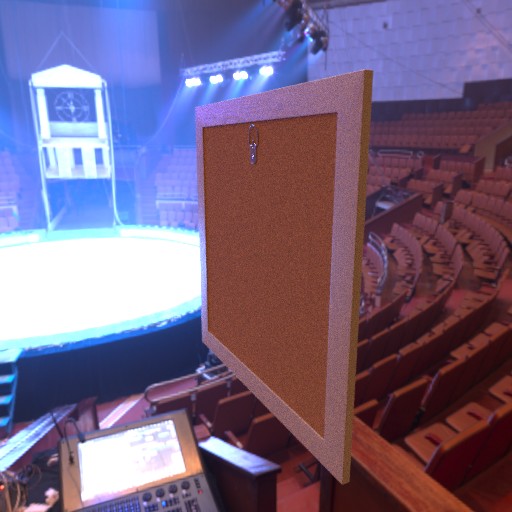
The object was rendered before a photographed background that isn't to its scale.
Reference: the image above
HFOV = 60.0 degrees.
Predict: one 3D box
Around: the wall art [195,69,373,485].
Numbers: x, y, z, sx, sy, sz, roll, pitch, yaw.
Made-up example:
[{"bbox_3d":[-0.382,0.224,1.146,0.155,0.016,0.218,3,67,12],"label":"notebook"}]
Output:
[{"bbox_3d":[0.000,0.000,0.839,0.015,0.577,0.572,-7,15,-27],"label":"wall art"}]
